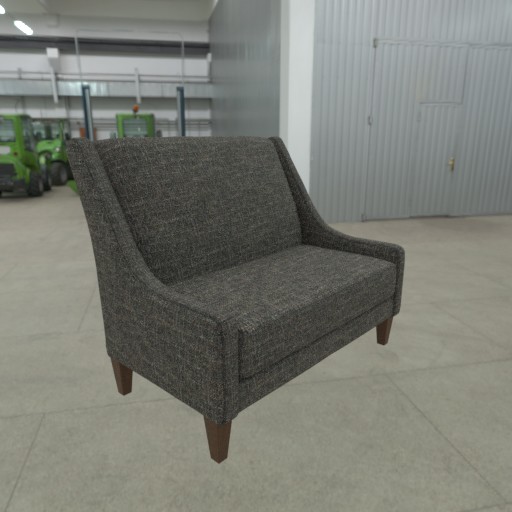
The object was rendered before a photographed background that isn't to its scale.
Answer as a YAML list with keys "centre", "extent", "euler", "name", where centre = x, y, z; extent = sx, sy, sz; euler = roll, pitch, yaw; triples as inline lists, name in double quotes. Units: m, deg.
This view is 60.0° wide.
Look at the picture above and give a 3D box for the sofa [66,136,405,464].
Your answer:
- centre: [0.000, 0.000, 1.957]
  extent: [0.870, 1.021, 1.242]
  euler: [14, 21, 41]
  name: "sofa"
